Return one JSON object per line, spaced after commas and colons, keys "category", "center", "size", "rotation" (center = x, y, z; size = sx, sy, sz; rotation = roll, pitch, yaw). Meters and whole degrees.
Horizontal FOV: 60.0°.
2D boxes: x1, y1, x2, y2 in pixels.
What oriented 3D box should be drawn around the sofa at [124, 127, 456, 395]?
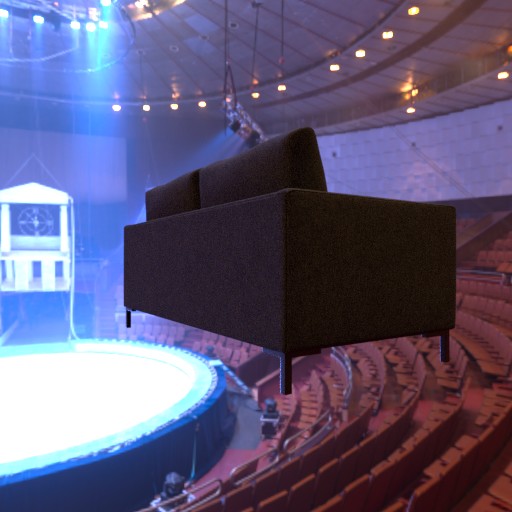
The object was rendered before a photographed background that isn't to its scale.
{"category": "sofa", "center": [0.000, 0.000, 2.253], "size": [0.866, 0.862, 1.716], "rotation": [0, -1, -33]}
